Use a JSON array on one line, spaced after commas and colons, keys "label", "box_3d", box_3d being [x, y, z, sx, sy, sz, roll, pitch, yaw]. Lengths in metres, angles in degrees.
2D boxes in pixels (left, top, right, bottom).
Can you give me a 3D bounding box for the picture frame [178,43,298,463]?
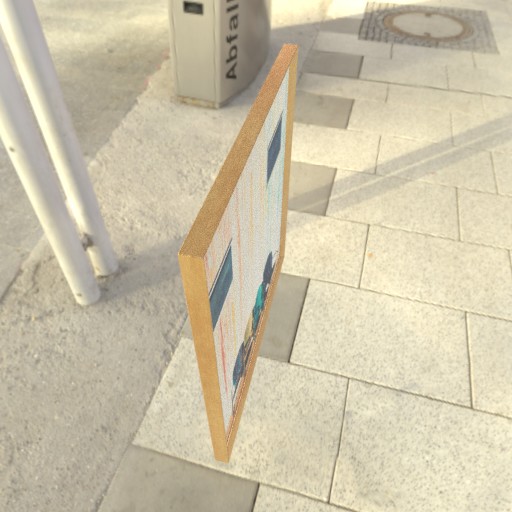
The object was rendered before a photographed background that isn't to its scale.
[{"label": "picture frame", "box_3d": [0.000, 0.000, 1.124, 0.037, 0.761, 0.758, 10, 47, 9]}]
